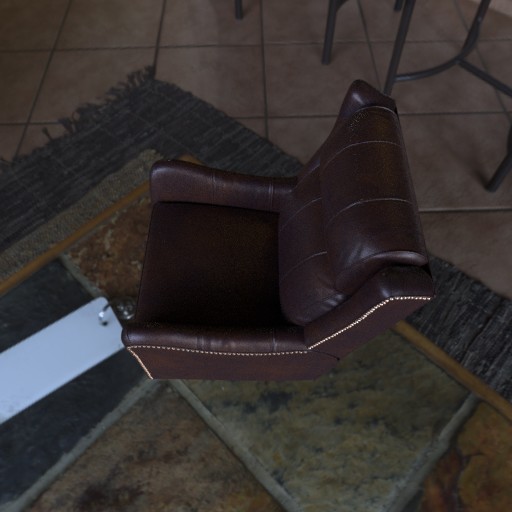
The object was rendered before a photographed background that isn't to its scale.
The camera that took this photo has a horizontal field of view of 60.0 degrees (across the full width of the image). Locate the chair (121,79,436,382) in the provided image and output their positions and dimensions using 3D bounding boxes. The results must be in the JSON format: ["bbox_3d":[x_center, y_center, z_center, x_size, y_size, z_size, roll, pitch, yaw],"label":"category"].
[{"bbox_3d":[0.000,0.000,1.831,1.008,1.084,0.869,1,60,0],"label":"chair"}]
